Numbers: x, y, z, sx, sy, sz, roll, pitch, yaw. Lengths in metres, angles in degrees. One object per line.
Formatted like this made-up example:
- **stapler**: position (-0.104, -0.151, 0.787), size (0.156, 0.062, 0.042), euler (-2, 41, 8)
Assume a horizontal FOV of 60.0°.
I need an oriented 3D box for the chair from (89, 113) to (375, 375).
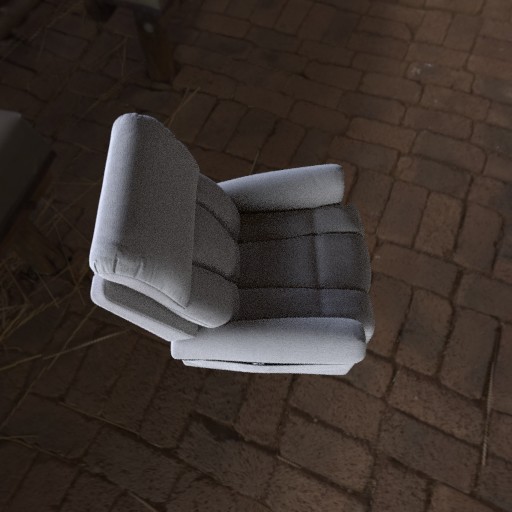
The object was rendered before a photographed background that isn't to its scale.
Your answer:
- **chair**: position (0.000, 0.000, 1.783), size (0.979, 1.031, 0.871), euler (-1, 63, 0)
